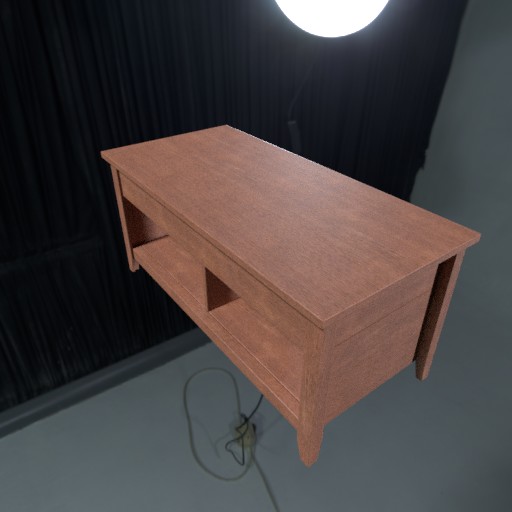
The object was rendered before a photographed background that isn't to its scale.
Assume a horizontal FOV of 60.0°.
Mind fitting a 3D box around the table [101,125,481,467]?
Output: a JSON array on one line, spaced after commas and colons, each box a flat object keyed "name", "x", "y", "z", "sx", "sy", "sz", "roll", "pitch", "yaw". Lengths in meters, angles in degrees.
[{"name": "table", "x": 0.000, "y": 0.000, "z": 1.321, "sx": 0.483, "sy": 0.457, "sz": 1.016, "roll": -22, "pitch": 39, "yaw": -30}]
